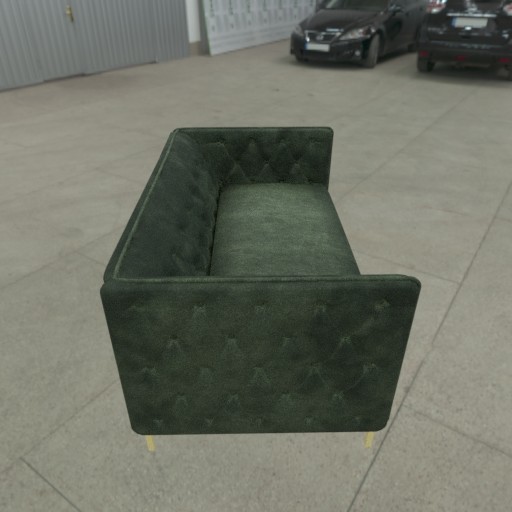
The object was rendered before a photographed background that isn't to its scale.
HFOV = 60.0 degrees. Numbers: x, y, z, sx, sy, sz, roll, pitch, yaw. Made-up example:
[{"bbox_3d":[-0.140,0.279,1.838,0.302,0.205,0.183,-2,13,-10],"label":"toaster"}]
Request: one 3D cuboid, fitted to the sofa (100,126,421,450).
[{"bbox_3d":[0.000,0.000,2.018,0.895,0.768,1.537,-1,32,-1],"label":"sofa"}]
